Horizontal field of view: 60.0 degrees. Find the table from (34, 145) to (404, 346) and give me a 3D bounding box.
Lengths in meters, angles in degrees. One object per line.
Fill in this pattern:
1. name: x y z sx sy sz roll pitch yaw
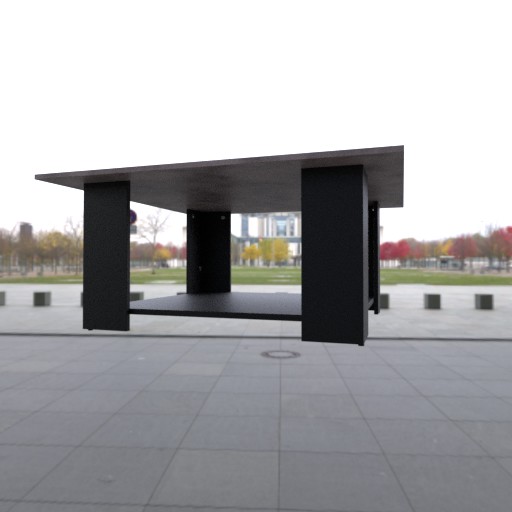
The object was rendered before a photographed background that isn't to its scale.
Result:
1. table: 0.000 0.000 1.055 0.670 0.305 0.670 0 -1 18
